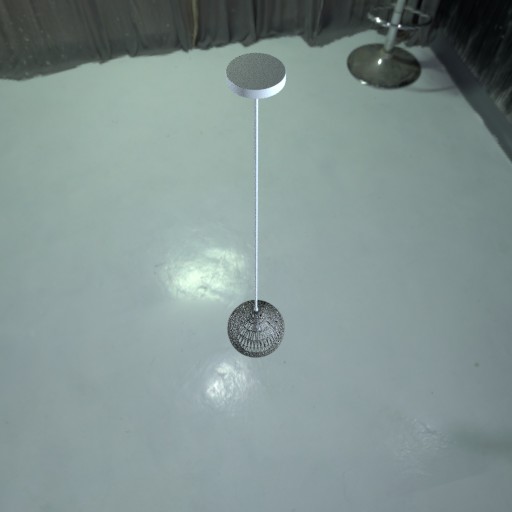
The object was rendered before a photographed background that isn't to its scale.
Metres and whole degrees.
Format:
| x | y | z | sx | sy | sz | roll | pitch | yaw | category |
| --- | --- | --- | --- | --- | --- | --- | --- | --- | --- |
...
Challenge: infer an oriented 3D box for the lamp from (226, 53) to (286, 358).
| x | y | z | sx | sy | sz | roll | pitch | yaw | category |
| --- | --- | --- | --- | --- | --- | --- | --- | --- | --- |
| 0.000 | 0.000 | 2.040 | 0.355 | 1.919 | 0.355 | -14 | 59 | -8 | lamp |
